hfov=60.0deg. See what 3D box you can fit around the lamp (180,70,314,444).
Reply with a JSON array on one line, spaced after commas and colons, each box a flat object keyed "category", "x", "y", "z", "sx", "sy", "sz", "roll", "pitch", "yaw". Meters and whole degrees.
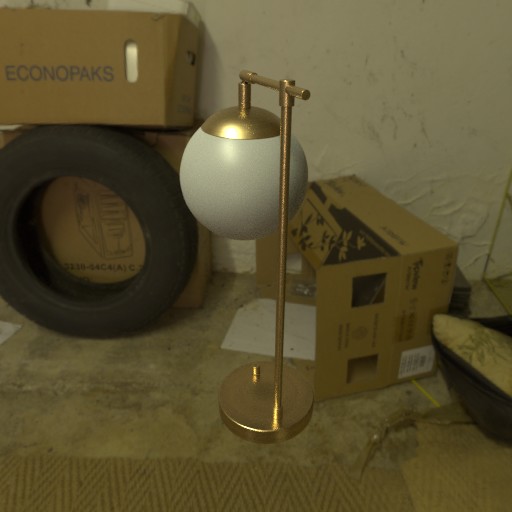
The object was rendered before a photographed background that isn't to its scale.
[{"category": "lamp", "x": 0.000, "y": 0.000, "z": 0.724, "sx": 0.207, "sy": 0.559, "sz": 0.324, "roll": -9, "pitch": 29, "yaw": -17}]
